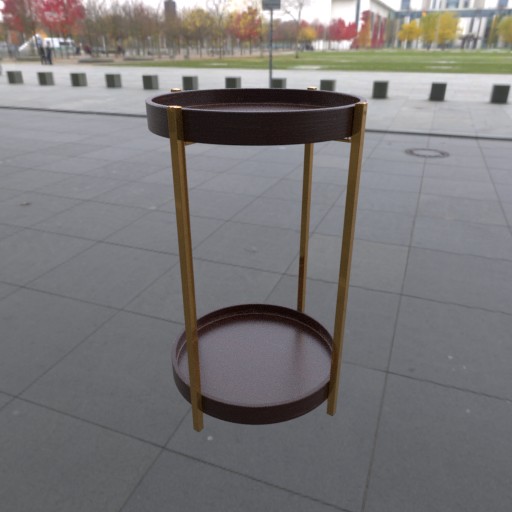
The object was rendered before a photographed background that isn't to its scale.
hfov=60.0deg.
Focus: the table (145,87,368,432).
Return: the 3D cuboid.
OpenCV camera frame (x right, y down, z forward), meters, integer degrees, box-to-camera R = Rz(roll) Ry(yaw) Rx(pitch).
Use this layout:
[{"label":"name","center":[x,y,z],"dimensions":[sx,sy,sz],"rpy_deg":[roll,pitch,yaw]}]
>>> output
[{"label":"table","center":[0.000,0.000,0.888],"dimensions":[0.400,0.610,0.400],"rpy_deg":[17,30,32]}]
